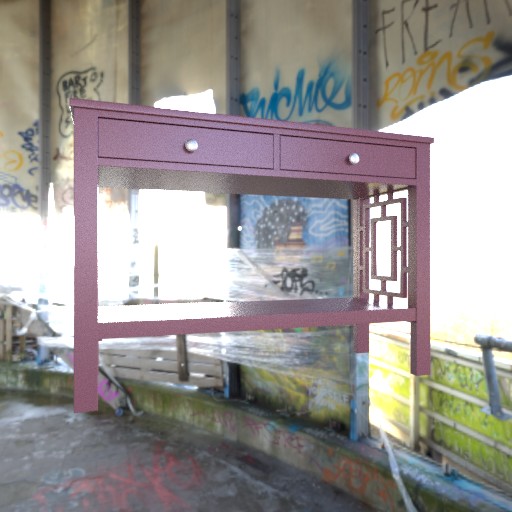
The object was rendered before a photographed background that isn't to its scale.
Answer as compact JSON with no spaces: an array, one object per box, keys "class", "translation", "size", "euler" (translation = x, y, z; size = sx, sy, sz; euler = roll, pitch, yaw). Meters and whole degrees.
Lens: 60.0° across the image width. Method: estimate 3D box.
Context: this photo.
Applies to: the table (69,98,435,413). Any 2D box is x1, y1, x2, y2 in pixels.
[{"class":"table","translation":[0.000,0.000,1.404],"size":[1.068,0.753,0.397],"euler":[0,0,-19]}]
